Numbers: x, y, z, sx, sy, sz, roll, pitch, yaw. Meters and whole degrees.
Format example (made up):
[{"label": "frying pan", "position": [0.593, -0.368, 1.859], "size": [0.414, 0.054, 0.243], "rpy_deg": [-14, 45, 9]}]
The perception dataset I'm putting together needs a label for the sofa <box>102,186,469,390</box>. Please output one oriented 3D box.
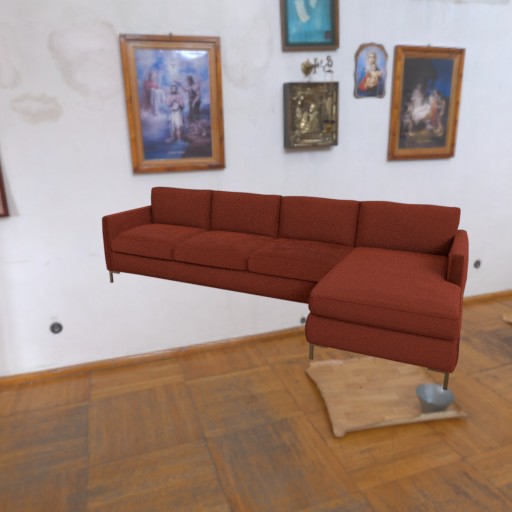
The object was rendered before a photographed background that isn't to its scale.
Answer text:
[{"label": "sofa", "position": [0.000, 0.000, 3.387], "size": [2.932, 0.810, 1.350], "rpy_deg": [8, 18, 25]}]
